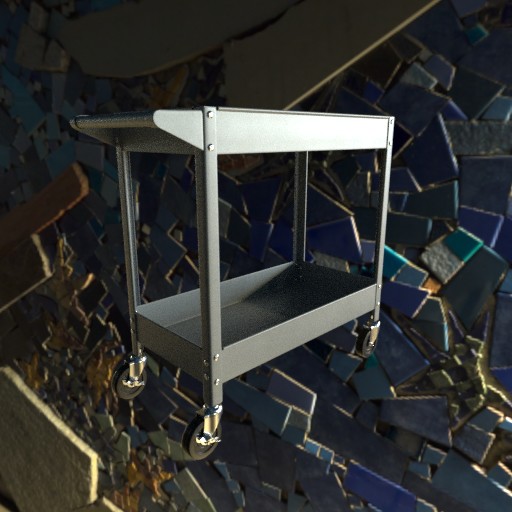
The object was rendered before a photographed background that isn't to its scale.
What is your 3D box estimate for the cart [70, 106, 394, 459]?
[{"bbox_3d":[0.000,0.000,1.179,0.779,0.719,0.366,-14,21,-42],"label":"cart"}]
